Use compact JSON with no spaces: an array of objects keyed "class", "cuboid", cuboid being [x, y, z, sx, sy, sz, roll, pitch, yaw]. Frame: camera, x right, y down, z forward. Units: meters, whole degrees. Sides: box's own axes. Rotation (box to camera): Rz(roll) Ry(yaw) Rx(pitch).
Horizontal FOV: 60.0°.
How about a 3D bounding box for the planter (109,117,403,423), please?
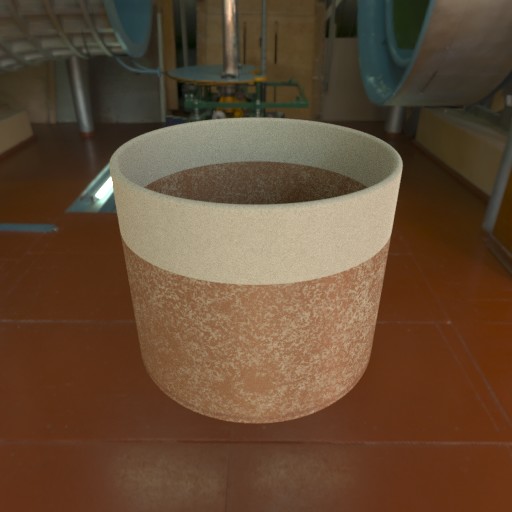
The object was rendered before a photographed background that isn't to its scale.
[{"class":"planter","cuboid":[0.000,0.000,0.283,0.159,0.138,0.159,0,30,0]}]
